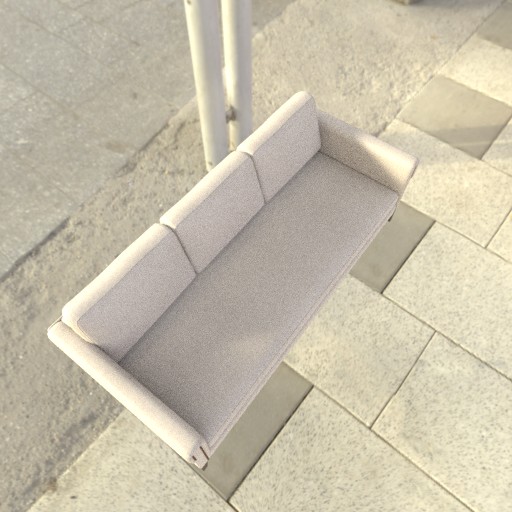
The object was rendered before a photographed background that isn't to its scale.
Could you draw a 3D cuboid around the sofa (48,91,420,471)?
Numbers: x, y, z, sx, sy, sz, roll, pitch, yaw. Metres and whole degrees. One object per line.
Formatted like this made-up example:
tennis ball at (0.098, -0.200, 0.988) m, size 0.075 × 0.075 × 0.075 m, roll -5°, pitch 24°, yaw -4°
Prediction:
sofa at (0.000, 0.000, 2.689) m, size 0.959 × 0.838 × 2.210 m, roll 33°, pitch 64°, yaw 19°
